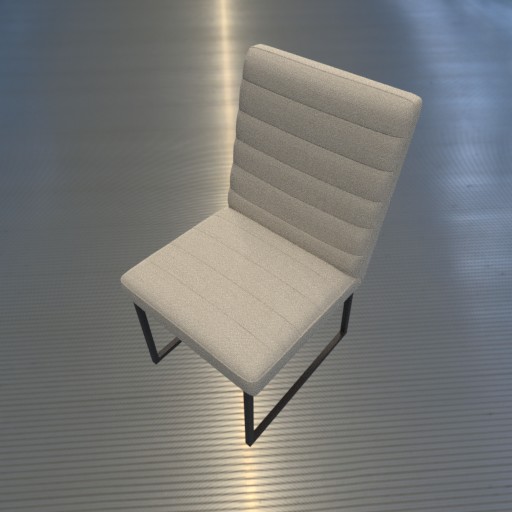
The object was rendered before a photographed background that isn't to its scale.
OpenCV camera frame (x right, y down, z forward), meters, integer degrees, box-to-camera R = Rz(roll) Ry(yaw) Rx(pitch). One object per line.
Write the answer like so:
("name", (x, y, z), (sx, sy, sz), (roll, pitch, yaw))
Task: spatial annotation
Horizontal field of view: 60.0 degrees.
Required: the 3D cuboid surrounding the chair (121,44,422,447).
("chair", (0.000, 0.000, 1.301), (0.520, 0.930, 0.634), (32, 54, 27))
